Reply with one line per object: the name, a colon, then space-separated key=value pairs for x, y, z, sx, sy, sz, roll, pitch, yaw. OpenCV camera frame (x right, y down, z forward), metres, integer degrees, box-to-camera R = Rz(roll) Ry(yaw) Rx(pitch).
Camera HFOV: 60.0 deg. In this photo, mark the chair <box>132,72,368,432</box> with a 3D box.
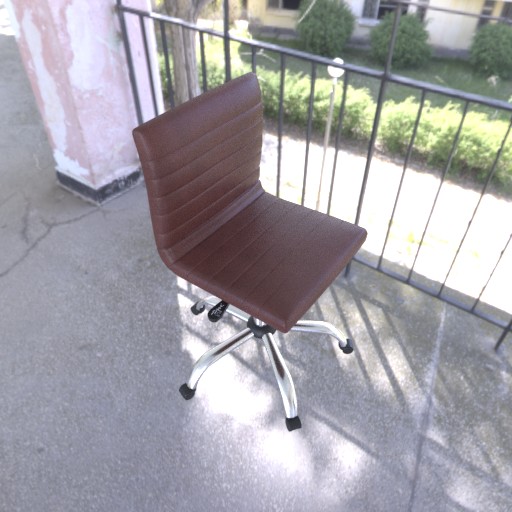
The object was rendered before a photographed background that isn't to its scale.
chair: x=0.000 y=0.000 z=1.158 sx=0.530 sy=0.780 sz=0.556 roll=26 pitch=48 yaw=26
